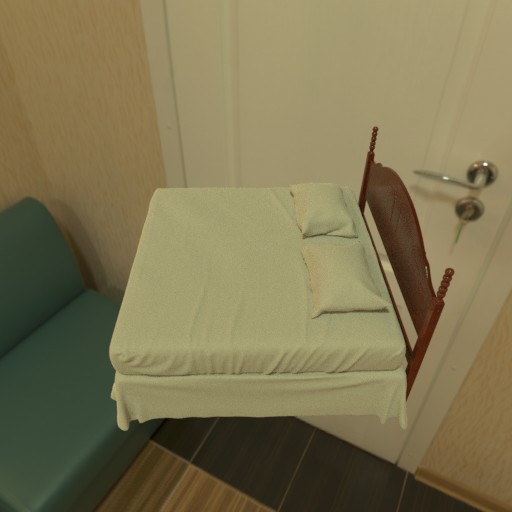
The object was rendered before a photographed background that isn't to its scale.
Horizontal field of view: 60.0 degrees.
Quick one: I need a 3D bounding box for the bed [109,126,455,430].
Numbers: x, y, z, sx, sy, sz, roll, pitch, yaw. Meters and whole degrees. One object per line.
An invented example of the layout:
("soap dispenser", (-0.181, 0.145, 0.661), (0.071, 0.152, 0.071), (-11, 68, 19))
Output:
("bed", (0.000, 0.000, 3.598), (2.219, 1.355, 2.322), (-1, 40, -1))
